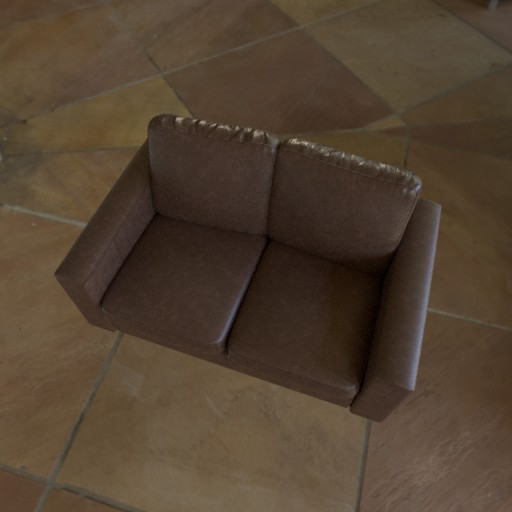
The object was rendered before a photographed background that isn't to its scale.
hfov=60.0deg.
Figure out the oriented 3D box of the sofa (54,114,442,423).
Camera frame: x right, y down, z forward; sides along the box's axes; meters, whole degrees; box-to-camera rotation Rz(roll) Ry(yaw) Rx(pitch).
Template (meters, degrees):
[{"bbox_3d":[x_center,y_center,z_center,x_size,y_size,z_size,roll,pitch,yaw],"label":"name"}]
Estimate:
[{"bbox_3d":[0.000,0.000,2.179,1.616,0.873,1.016,16,58,10],"label":"sofa"}]
